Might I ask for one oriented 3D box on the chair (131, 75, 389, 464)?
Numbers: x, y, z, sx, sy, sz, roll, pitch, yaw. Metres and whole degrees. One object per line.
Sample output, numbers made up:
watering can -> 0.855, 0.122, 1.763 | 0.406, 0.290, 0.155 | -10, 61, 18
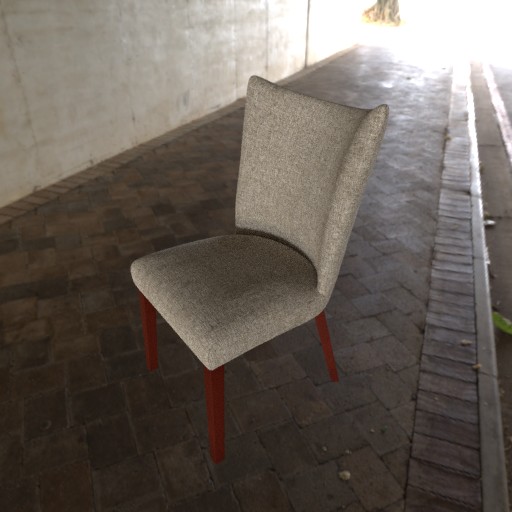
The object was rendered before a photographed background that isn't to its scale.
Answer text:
chair -> 0.000, 0.000, 1.327 | 0.623, 0.924, 0.535 | -20, 36, -30
